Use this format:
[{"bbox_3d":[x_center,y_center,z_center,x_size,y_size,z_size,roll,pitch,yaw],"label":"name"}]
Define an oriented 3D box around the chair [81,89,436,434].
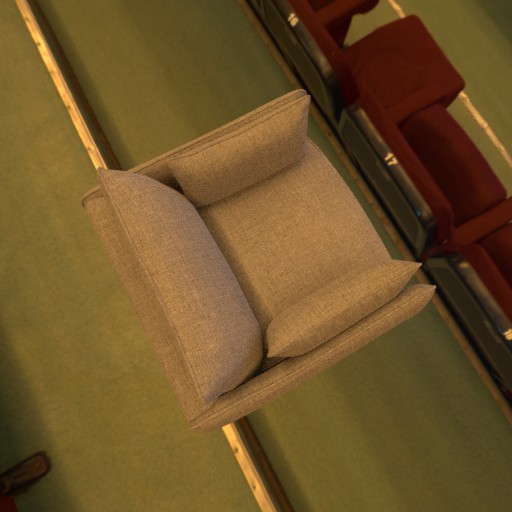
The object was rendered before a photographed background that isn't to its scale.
[{"bbox_3d":[0.000,0.000,1.730,0.976,0.839,0.993,-28,77,-7],"label":"chair"}]
